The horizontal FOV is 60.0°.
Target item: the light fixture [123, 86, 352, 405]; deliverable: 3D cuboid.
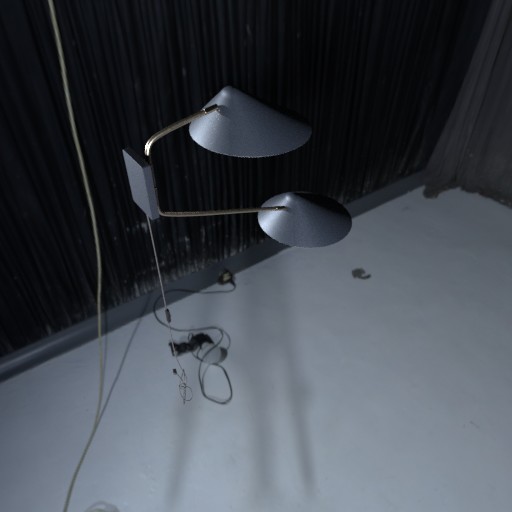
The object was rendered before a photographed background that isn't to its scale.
[{"bbox_3d":[0.000,0.000,0.852,0.422,0.665,0.189,-26,47,-26],"label":"light fixture"}]
